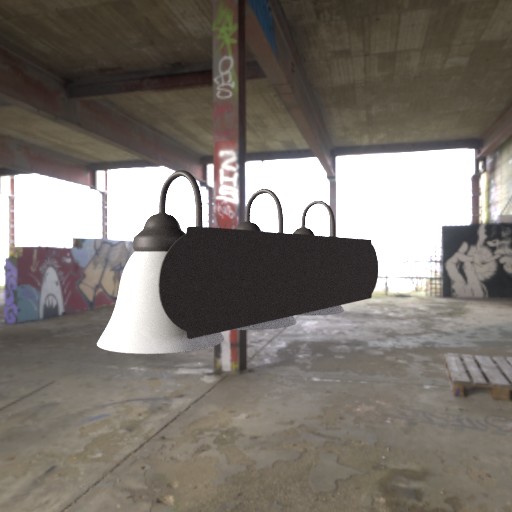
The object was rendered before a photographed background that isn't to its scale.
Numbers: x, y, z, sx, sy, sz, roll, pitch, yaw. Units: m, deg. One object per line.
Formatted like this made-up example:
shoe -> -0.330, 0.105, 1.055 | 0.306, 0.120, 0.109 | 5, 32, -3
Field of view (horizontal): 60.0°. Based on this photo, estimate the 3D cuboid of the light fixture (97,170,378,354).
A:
light fixture -> 0.000, 0.000, 0.738 | 0.199, 0.222, 0.610 | 0, 0, 35
